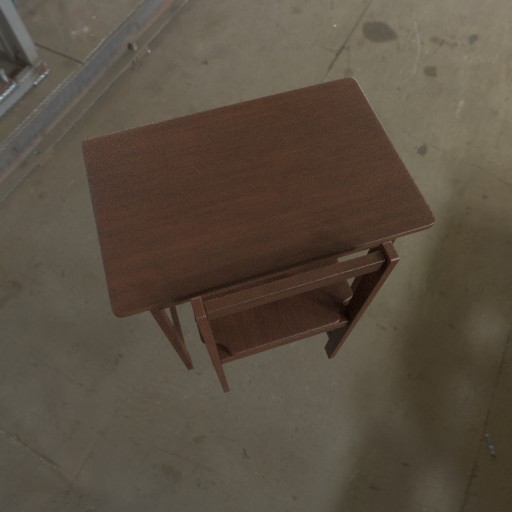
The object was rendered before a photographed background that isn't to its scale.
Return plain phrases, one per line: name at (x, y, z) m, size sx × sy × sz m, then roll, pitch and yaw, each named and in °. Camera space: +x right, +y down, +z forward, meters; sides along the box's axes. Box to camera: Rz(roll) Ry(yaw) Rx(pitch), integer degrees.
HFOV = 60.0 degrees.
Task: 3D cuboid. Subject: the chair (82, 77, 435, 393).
chair at (0.000, 0.000, 1.082) m, size 0.599 × 0.673 × 0.463 m, roll -16°, pitch 65°, yaw -8°
